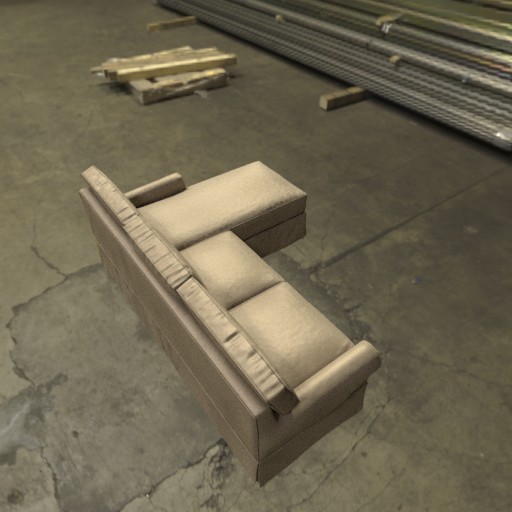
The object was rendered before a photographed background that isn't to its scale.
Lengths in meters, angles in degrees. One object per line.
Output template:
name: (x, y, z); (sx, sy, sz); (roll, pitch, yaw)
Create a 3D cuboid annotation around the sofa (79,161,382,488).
sofa: (0.000, 0.000, 3.342); (1.733, 0.978, 2.475); (-26, 48, -26)
